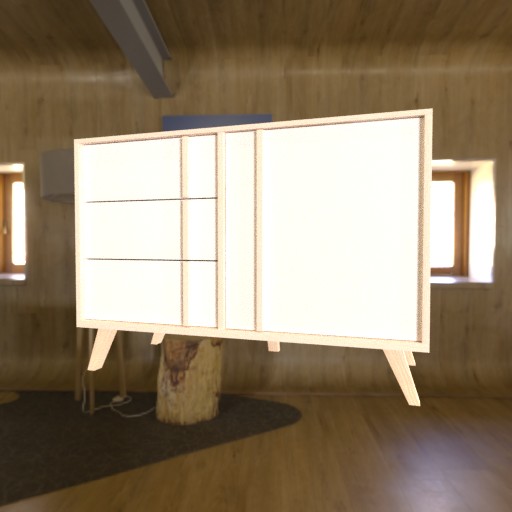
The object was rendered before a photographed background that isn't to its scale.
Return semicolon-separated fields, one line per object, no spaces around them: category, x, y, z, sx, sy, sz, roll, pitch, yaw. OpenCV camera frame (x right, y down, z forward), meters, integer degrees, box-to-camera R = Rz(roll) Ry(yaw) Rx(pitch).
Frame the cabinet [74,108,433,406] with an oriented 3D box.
cabinet;0.000;0.000;1.552;1.110;0.780;0.500;1;2;18
